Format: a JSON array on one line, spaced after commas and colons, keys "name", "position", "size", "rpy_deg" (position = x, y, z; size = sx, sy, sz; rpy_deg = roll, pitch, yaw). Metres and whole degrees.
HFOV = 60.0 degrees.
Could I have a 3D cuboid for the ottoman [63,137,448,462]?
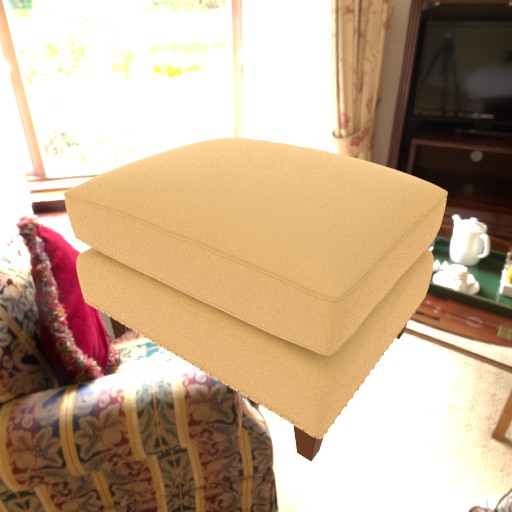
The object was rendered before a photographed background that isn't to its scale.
[{"name": "ottoman", "position": [0.000, 0.000, 1.136], "size": [0.741, 0.513, 0.584], "rpy_deg": [20, 36, 31]}]
